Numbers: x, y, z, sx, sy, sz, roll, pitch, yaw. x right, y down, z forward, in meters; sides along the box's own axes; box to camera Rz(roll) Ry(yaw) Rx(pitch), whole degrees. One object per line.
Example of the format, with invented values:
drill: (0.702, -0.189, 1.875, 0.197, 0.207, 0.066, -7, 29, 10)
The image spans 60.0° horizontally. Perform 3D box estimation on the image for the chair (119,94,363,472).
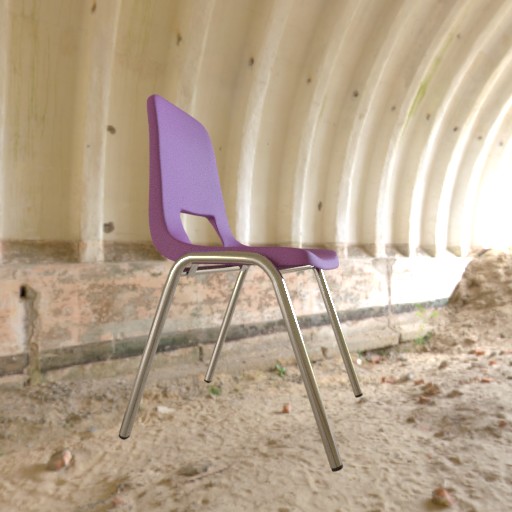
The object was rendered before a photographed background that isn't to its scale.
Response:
chair: (0.000, 0.000, 0.686, 0.301, 0.493, 0.291, 0, 0, 18)
